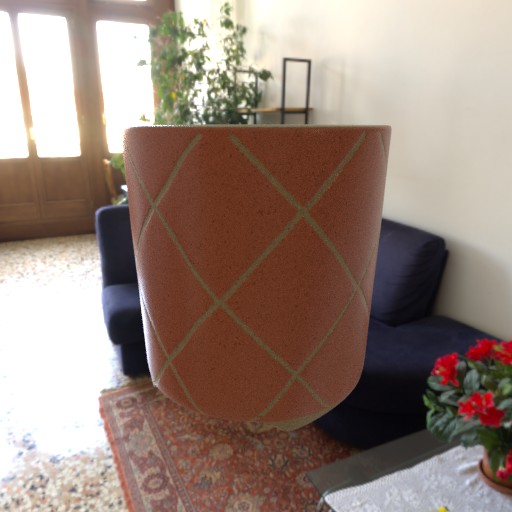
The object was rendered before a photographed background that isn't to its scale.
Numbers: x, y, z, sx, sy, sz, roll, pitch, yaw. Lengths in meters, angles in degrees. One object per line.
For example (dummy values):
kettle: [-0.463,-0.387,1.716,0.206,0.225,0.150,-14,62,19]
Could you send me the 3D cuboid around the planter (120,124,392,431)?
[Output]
planter: [0.000,0.000,0.352,0.191,0.200,0.191,0,17,0]
